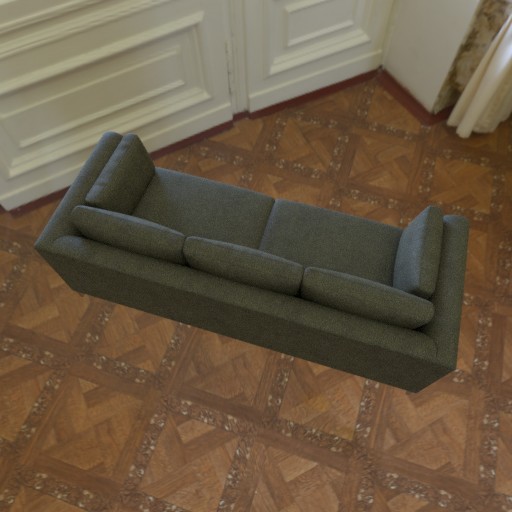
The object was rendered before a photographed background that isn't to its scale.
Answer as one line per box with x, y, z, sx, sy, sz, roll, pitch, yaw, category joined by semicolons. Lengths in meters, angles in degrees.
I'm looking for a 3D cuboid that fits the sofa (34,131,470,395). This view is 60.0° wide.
0.000;0.000;2.892;2.415;0.867;0.969;15;63;8;sofa
